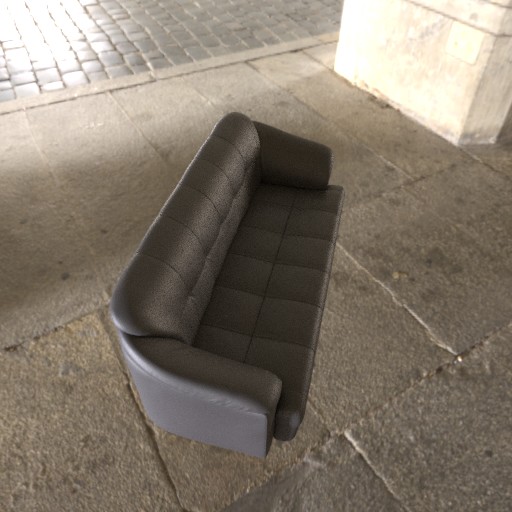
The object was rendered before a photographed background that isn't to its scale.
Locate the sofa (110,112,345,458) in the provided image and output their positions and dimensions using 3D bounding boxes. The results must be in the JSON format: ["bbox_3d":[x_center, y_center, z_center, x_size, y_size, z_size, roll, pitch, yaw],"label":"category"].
[{"bbox_3d":[0.000,0.000,2.348,0.800,0.811,1.829,10,46,10],"label":"sofa"}]
